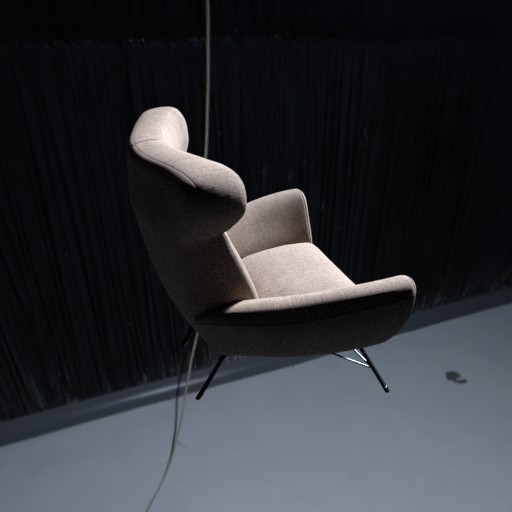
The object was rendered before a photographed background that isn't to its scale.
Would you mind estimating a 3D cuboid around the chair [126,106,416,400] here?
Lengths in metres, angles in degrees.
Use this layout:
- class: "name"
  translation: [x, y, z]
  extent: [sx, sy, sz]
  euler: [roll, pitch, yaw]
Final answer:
- class: "chair"
  translation: [0.000, 0.000, 1.769]
  extent: [0.900, 1.040, 0.980]
  euler: [-10, 31, -17]
